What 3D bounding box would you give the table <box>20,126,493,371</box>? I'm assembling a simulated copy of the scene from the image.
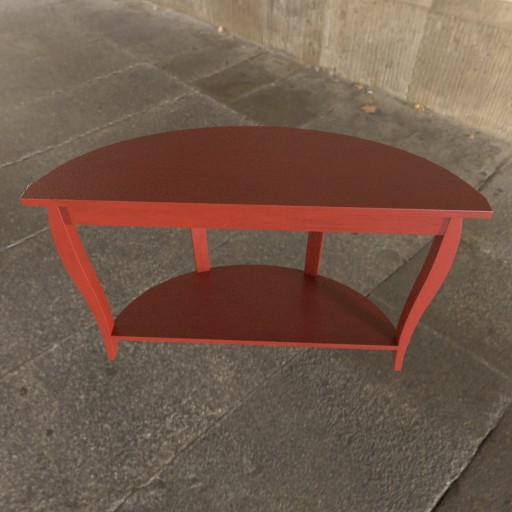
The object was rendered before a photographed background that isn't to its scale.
[{"bbox_3d":[0.000,0.000,1.556,1.219,0.779,0.405,2,45,2],"label":"table"}]
